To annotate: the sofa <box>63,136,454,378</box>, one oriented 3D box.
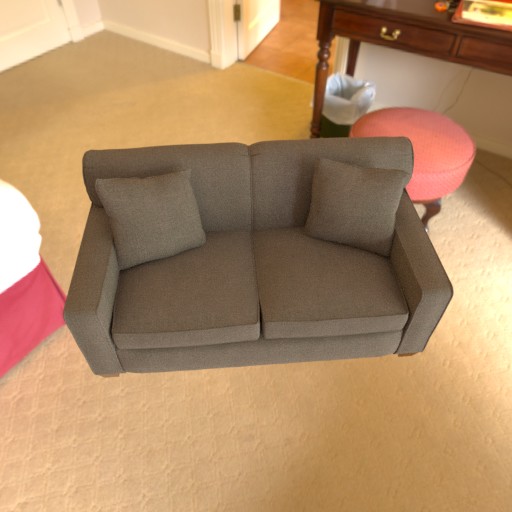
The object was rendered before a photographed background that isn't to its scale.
[{"bbox_3d":[0.000,0.000,2.480,1.846,0.958,1.000,-3,47,-3],"label":"sofa"}]
